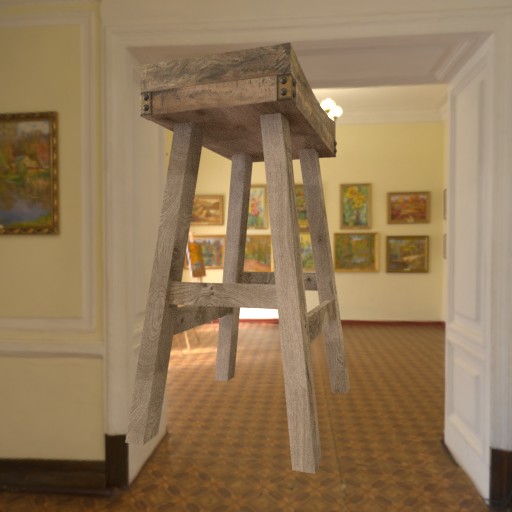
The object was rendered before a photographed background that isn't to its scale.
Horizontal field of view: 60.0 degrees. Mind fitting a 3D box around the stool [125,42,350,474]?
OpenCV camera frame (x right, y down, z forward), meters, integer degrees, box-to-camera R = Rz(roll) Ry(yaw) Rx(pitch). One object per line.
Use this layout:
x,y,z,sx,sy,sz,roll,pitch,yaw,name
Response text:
0.000,0.000,0.903,0.330,0.635,0.450,0,1,19,stool
